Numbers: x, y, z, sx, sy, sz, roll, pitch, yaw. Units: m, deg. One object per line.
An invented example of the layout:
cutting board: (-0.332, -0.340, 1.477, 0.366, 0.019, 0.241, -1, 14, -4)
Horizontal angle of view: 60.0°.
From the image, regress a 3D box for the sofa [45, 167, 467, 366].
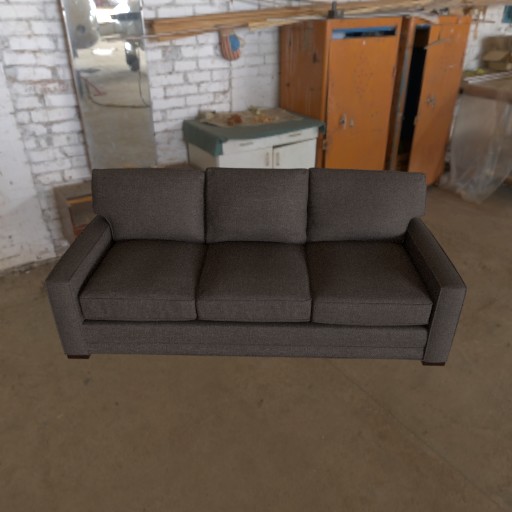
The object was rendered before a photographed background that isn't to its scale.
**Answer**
sofa: (0.000, 0.000, 2.924, 2.369, 0.978, 1.004, 1, 30, 1)
